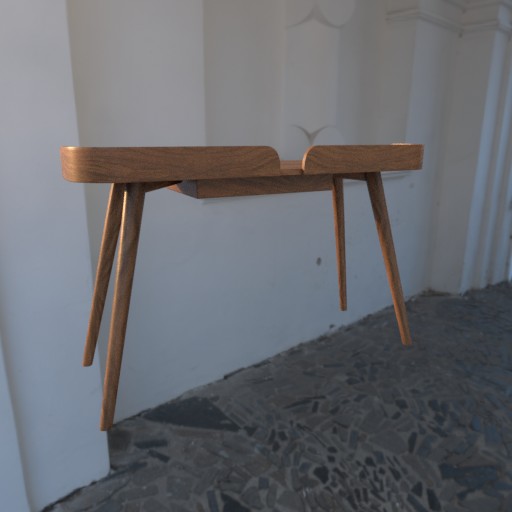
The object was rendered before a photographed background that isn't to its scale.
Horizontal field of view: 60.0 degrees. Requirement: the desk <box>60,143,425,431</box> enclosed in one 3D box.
[{"bbox_3d":[0.000,0.000,1.642,1.256,0.800,0.486,-8,17,-26],"label":"desk"}]
